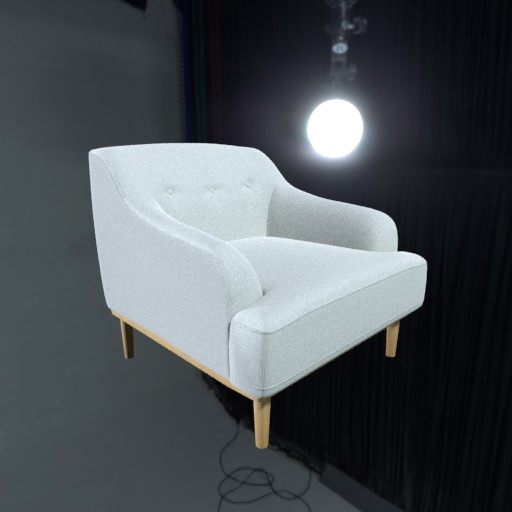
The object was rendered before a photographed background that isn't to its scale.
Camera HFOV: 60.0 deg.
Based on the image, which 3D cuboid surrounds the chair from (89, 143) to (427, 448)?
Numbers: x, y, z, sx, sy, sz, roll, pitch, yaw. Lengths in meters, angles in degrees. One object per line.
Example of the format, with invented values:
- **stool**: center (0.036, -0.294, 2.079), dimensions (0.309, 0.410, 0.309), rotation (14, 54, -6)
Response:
- **chair**: center (0.000, 0.000, 1.663), dimensions (0.951, 0.818, 0.946), rotation (14, 20, 42)
